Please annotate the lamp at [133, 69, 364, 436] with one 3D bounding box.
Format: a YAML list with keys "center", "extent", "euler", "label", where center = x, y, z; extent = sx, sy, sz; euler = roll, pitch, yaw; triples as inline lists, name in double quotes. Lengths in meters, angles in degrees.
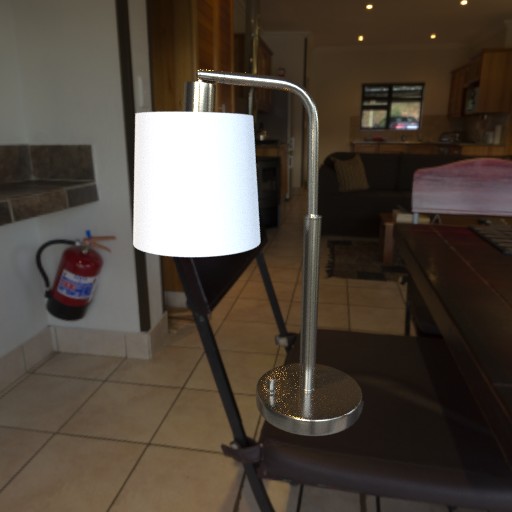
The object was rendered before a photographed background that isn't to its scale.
- center: [0.000, 0.000, 0.626]
  extent: [0.333, 0.489, 0.171]
  euler: [-2, 15, -8]
  label: "lamp"
